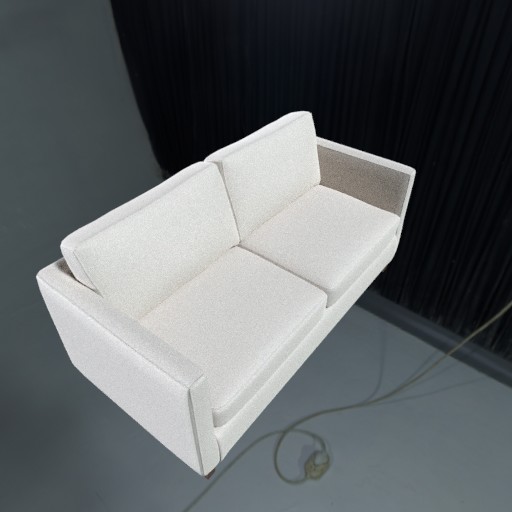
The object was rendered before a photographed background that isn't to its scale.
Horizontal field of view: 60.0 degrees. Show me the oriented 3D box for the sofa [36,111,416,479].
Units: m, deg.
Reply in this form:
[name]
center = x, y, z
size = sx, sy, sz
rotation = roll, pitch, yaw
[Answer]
[sofa]
center = 0.000, 0.000, 2.174
size = 0.873, 0.888, 1.722
rotation = 27, 47, 28
